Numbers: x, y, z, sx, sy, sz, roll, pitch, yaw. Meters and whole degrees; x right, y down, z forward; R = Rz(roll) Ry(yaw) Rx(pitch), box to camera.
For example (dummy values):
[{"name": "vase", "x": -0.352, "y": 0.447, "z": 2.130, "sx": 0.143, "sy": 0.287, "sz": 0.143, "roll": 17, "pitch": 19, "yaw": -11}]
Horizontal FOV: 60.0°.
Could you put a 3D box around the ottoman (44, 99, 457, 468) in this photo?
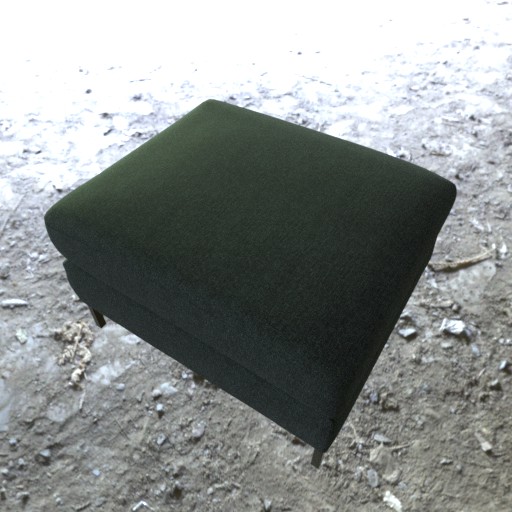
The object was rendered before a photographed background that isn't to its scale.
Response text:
[{"name": "ottoman", "x": 0.000, "y": 0.000, "z": 1.256, "sx": 0.831, "sy": 0.533, "sz": 0.695, "roll": 25, "pitch": 52, "yaw": 22}]
